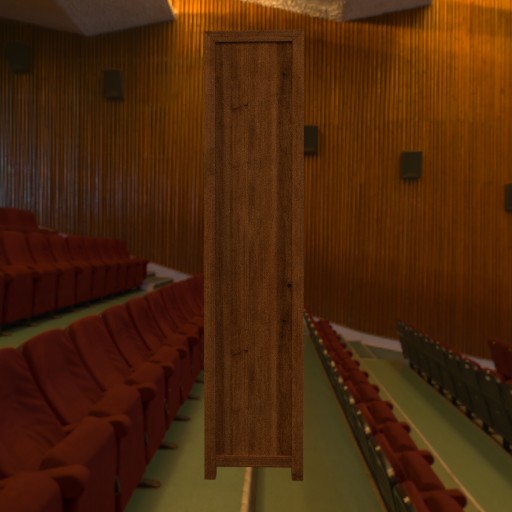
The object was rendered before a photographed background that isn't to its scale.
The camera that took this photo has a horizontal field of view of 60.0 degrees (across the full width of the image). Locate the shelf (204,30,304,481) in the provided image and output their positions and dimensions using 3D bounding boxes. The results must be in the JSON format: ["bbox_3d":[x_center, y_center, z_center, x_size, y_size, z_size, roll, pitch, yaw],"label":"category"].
[{"bbox_3d":[0.000,0.000,2.120,0.428,1.900,0.500,0,1,1],"label":"shelf"}]
